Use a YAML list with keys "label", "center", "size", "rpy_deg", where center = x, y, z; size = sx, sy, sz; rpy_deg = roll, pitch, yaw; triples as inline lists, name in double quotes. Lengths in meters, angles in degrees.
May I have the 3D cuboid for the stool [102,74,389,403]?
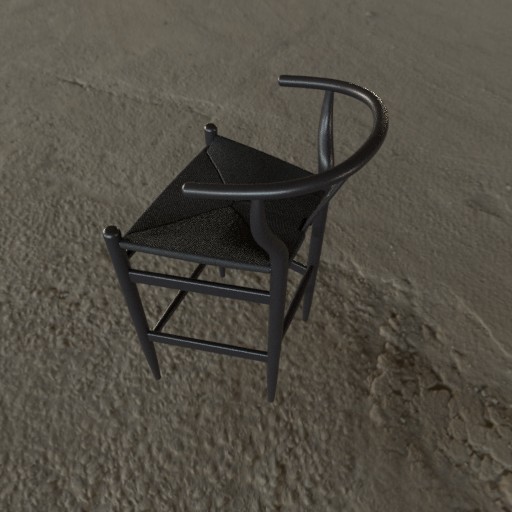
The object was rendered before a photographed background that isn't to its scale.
- label: "stool"
  center: [0.000, 0.000, 1.329]
  size: [0.579, 0.970, 0.569]
  rpy_deg: [17, 49, 16]
